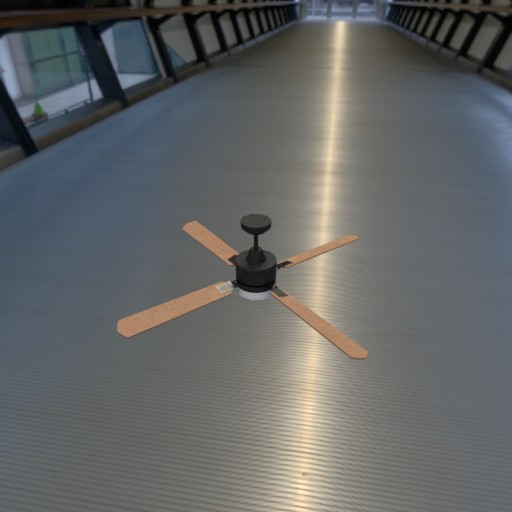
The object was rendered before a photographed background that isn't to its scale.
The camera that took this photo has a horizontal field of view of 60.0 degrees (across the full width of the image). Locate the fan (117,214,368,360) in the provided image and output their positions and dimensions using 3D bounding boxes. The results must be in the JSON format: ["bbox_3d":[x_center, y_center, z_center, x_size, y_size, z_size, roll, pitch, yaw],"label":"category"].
[{"bbox_3d":[0.000,0.000,1.990,1.320,0.355,1.320,-20,36,-30],"label":"fan"}]
